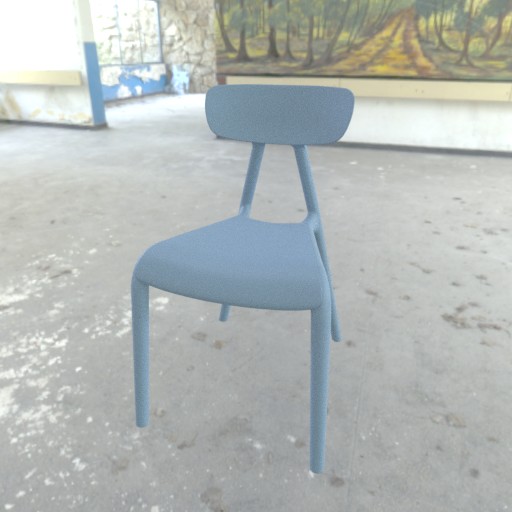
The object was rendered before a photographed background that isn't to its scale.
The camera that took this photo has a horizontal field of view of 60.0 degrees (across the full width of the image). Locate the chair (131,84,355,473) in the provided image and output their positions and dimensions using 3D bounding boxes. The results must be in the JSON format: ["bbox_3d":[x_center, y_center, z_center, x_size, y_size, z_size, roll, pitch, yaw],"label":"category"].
[{"bbox_3d":[0.000,0.000,0.835,0.356,0.580,0.401,8,26,16],"label":"chair"}]
